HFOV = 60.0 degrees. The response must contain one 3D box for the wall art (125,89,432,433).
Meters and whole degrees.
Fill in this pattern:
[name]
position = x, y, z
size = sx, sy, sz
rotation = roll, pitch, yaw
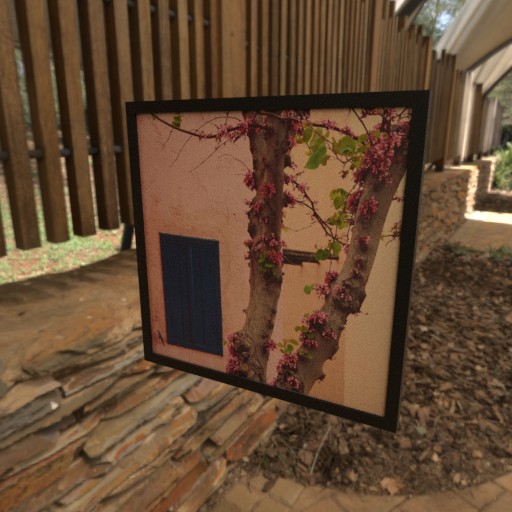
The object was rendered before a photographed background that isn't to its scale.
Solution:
[wall art]
position = 0.000, 0.000, 1.126
size = 0.762, 0.762, 0.038
rotation = 8, 17, 26
